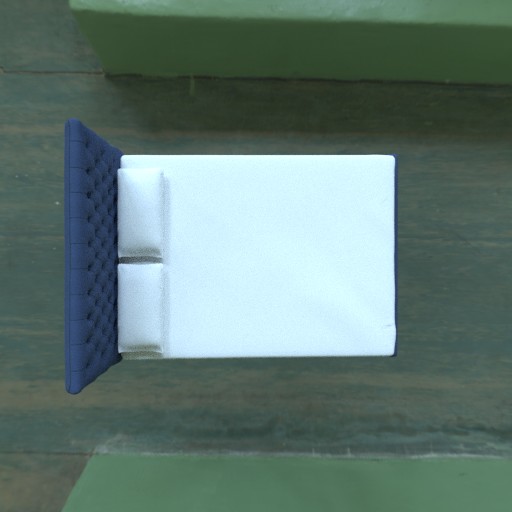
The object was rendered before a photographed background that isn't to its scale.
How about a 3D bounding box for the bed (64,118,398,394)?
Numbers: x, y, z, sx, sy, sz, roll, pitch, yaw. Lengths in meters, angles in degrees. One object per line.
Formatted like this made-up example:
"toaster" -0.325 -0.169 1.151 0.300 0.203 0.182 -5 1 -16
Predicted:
"bed" 0.000 0.000 3.416 2.387 1.427 1.706 0 90 0
